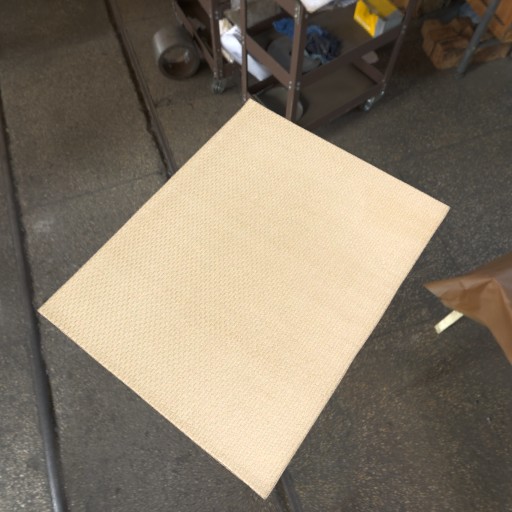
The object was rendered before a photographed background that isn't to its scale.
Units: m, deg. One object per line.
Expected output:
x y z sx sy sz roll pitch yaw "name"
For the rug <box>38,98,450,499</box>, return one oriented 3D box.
0.000 0.000 3.805 2.277 0.035 2.897 33 68 16 "rug"
